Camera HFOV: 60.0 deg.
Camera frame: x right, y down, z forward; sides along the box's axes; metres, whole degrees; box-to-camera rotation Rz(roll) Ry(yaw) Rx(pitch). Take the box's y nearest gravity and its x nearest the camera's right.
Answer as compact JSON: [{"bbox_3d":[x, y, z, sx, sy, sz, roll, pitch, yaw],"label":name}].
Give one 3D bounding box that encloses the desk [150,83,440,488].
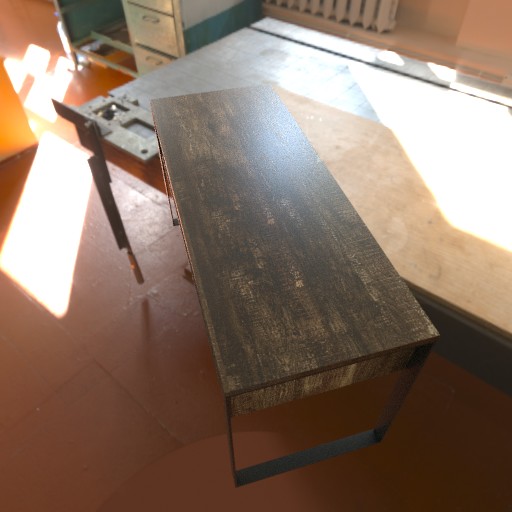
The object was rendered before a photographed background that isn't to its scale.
[{"bbox_3d":[0.000,0.000,1.914,0.599,0.762,1.524,-12,48,-11],"label":"desk"}]
